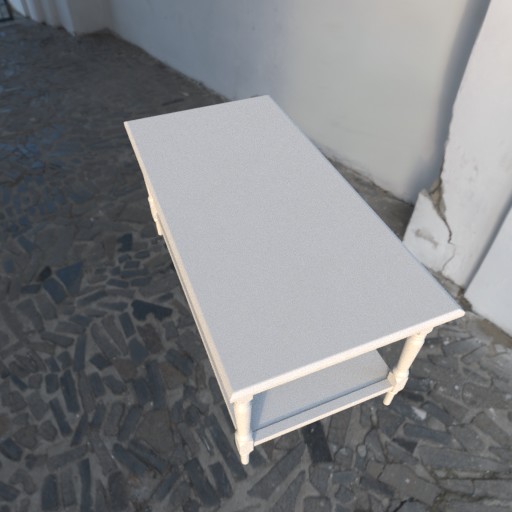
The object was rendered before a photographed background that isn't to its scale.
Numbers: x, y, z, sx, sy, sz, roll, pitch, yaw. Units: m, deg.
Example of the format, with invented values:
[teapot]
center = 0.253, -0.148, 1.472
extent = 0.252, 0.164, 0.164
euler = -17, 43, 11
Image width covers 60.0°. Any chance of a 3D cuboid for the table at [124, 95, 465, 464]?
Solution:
[table]
center = 0.000, 0.000, 1.441
extent = 0.551, 0.506, 1.109
euler = -16, 48, -15
